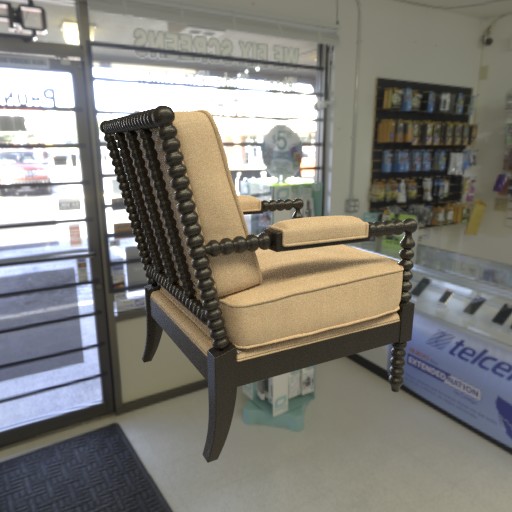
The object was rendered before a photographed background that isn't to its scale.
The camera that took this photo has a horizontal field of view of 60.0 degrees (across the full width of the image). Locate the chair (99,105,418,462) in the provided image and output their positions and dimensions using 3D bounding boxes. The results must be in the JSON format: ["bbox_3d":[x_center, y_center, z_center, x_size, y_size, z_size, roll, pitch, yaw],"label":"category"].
[{"bbox_3d":[0.000,0.000,1.171,0.657,0.703,0.555,-7,16,-28],"label":"chair"}]
